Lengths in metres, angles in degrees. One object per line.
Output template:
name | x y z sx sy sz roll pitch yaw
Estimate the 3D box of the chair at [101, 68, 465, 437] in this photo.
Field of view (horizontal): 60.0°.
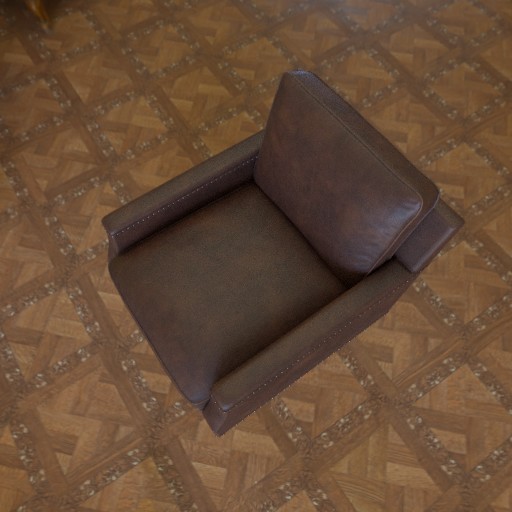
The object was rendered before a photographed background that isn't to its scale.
chair | 0.000 0.000 1.694 1.014 0.929 0.853 -32 67 -15
